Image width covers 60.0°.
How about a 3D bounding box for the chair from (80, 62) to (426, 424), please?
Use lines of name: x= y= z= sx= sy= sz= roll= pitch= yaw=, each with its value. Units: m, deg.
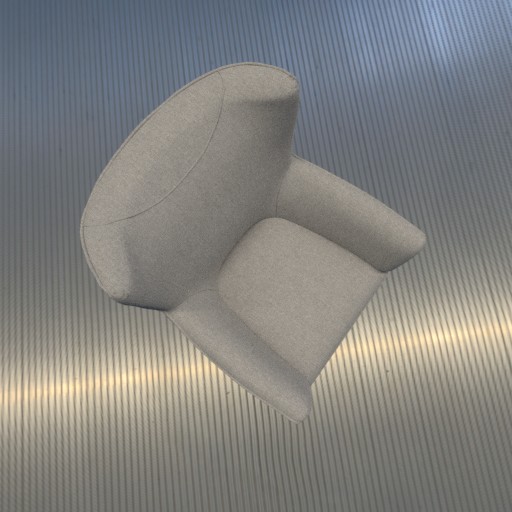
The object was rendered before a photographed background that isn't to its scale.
chair: x=0.000 y=0.000 z=1.581 sx=0.888 sy=0.933 sz=0.781 roll=36 pitch=79 yaw=8
